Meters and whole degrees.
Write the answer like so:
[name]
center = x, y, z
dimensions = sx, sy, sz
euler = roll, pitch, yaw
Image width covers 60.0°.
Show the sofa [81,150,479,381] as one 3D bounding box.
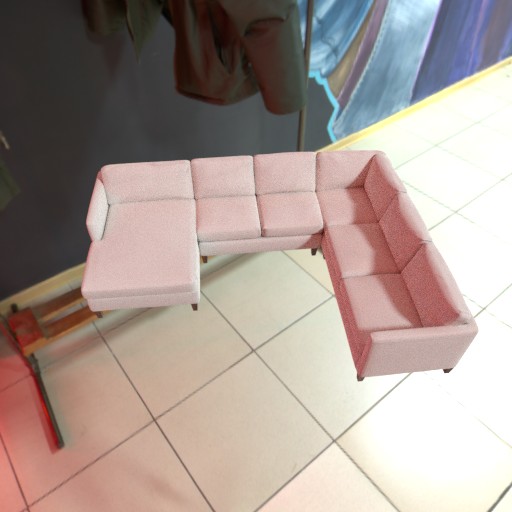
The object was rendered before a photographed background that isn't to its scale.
[sofa]
center = 0.000, 0.000, 4.538
dimensions = 3.459, 0.956, 2.593
euler = -4, 47, -4
